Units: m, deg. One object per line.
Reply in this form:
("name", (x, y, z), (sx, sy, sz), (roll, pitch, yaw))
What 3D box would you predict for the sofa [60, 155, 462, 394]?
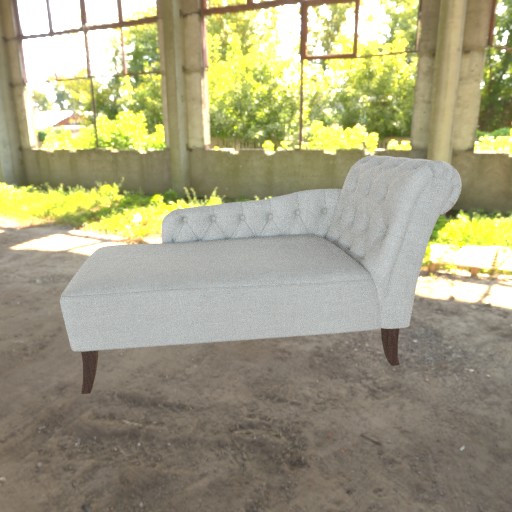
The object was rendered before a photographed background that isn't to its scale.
("sofa", (0.000, 0.000, 1.821), (1.379, 0.787, 0.675), (-2, 15, -9))
